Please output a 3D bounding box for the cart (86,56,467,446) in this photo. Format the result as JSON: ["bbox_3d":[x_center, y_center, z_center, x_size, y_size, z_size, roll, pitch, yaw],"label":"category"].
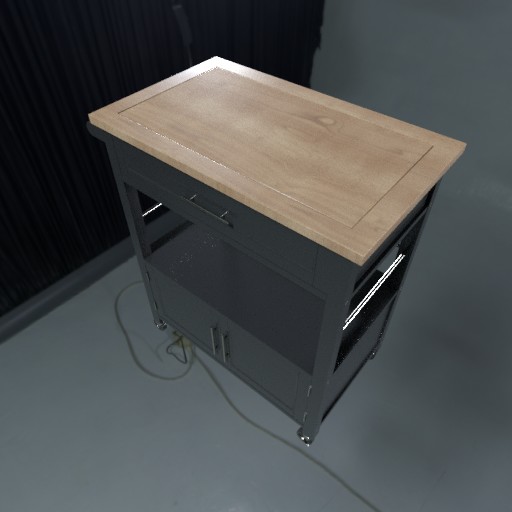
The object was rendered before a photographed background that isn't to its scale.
[{"bbox_3d":[0.000,0.000,1.372,0.840,0.901,0.459,30,53,26],"label":"cart"}]
